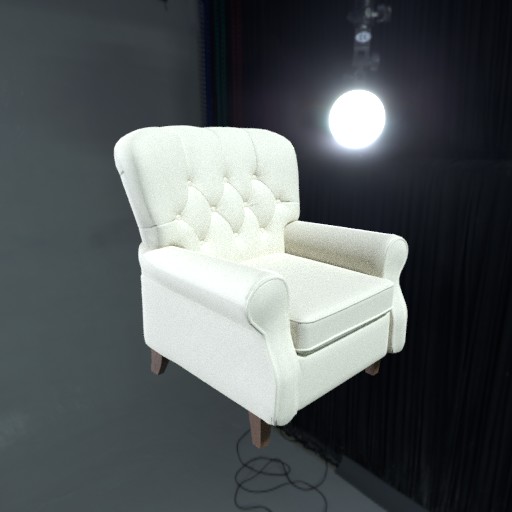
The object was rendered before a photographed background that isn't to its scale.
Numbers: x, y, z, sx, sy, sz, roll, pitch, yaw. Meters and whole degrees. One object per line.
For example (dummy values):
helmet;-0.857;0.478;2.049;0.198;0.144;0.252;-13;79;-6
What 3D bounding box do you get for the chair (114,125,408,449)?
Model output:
chair;0.000;0.000;2.058;1.035;1.169;1.132;-14;21;-42
